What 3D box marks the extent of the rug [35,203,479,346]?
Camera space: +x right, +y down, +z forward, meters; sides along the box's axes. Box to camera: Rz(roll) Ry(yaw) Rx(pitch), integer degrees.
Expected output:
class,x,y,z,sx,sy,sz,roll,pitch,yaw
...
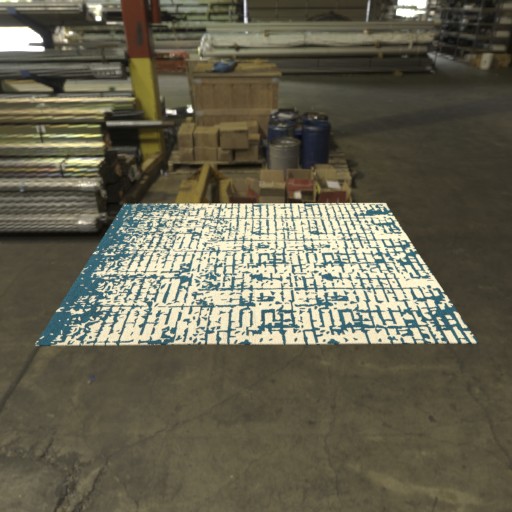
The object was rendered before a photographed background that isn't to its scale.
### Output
class,x,y,z,sx,sy,sz,roll,pitch,yaw
rug,0.000,0.000,4.054,3.017,0.014,2.416,0,30,0
